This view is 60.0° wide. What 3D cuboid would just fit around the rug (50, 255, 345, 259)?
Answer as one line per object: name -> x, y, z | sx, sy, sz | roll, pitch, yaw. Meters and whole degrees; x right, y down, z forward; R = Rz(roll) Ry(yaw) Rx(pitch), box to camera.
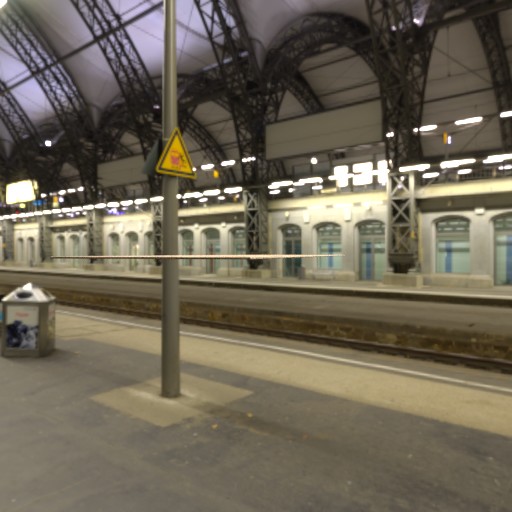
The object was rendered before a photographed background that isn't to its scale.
rug -> 0.000, 0.000, 2.631 | 0.766, 0.008, 2.432 | 0, 0, 18
